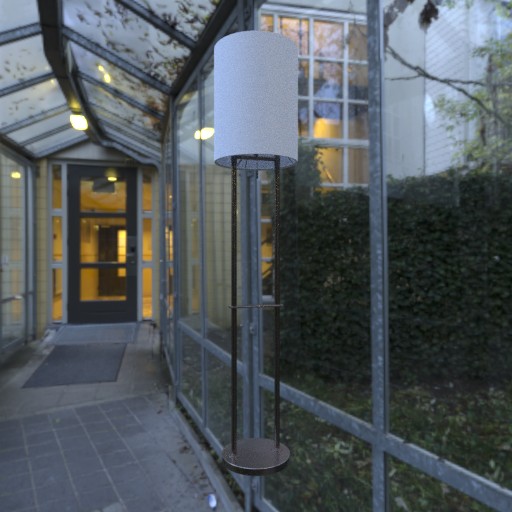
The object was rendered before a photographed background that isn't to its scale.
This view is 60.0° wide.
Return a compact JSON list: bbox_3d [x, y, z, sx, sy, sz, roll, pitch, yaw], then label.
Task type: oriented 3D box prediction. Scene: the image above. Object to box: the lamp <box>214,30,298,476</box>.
[{"bbox_3d":[0.000,0.000,1.629,0.306,1.500,0.305,0,1,-17],"label":"lamp"}]
